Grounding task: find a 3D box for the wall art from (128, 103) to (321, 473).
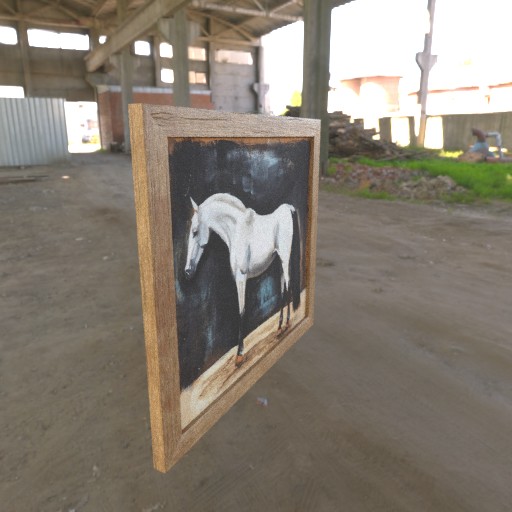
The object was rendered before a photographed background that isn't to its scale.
[{"bbox_3d":[0.000,0.000,0.965,0.026,0.588,0.690,8,17,27],"label":"wall art"}]
